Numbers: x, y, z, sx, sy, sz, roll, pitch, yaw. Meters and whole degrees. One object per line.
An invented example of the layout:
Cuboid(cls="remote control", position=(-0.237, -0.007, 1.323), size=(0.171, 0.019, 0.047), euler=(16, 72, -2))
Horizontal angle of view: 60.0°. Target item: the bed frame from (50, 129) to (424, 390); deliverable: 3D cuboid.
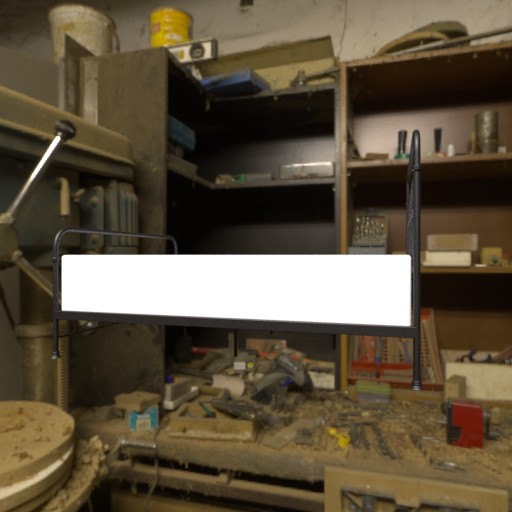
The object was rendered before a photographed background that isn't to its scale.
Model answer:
Cuboid(cls="bed frame", position=(0.000, 0.000, 3.222), size=(2.203, 1.276, 1.664), euler=(0, 0, 18))
